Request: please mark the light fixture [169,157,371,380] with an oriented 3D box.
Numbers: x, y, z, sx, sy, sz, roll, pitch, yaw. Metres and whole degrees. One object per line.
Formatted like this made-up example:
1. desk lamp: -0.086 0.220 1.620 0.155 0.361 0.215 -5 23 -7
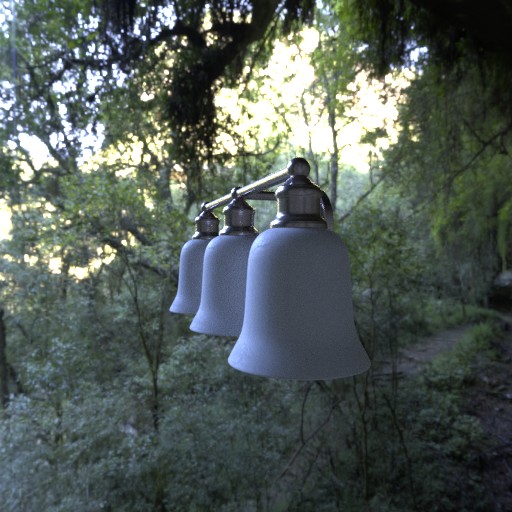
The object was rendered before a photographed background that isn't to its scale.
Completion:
1. light fixture: 0.000 0.000 0.665 0.198 0.211 0.570 0 1 -19
